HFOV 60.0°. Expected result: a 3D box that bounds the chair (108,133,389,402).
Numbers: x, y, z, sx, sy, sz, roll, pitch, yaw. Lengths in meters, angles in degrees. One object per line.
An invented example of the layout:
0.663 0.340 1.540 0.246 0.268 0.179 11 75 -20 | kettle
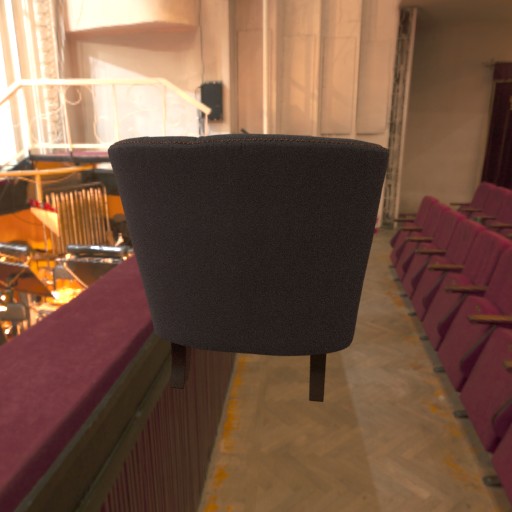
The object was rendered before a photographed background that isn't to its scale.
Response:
0.000 0.000 1.634 0.848 0.868 0.906 3 15 9 | chair
